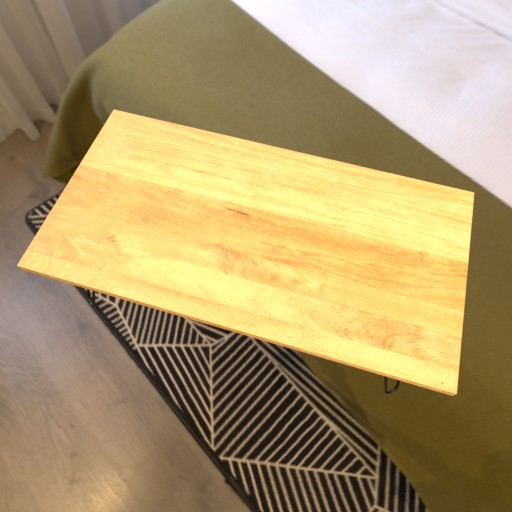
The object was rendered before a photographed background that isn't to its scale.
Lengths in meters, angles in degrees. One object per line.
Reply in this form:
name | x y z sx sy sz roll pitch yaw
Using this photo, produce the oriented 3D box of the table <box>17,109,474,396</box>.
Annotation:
table | 0.000 0.000 1.624 1.348 0.400 0.699 15 63 8
